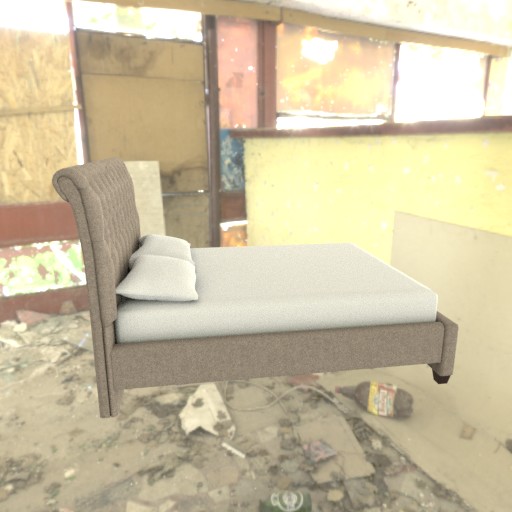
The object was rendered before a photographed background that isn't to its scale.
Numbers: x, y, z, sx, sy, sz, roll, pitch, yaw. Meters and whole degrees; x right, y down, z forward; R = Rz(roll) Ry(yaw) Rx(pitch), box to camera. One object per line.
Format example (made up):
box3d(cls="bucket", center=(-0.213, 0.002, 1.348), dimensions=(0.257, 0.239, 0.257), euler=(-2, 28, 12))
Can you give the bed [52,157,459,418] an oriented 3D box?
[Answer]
box3d(cls="bed", center=(0.000, 0.000, 3.235), dimensions=(2.252, 1.371, 1.645), euler=(-2, 15, -9))
